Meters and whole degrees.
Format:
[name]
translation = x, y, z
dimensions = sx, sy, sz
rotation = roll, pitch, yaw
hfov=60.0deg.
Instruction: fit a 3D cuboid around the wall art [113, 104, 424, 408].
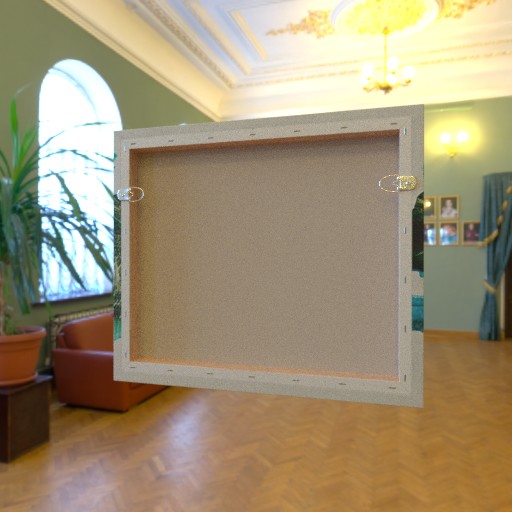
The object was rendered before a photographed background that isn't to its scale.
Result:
[wall art]
translation = 0.000, 0.000, 0.718
dimensions = 0.507, 0.435, 0.041
rotation = 0, 0, 16
